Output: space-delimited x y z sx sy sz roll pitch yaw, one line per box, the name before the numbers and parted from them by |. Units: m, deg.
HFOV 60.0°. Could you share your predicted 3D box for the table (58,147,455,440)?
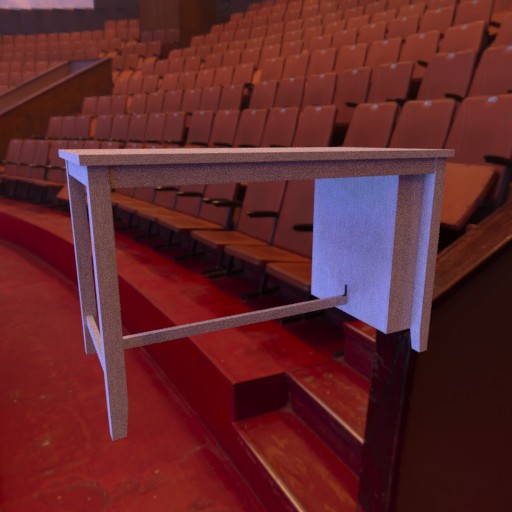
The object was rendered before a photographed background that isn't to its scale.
table | 0.000 0.000 1.872 1.397 0.874 0.729 -7 16 -26
